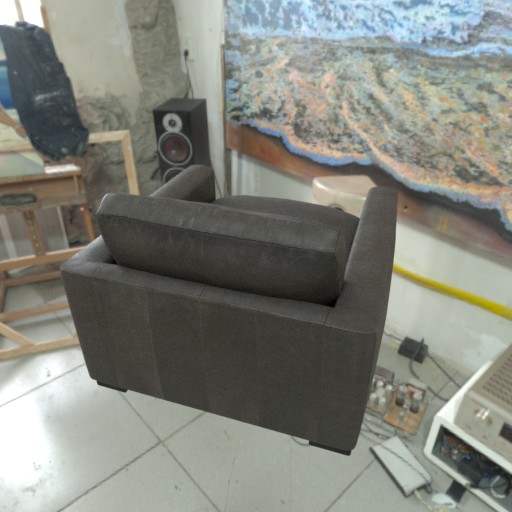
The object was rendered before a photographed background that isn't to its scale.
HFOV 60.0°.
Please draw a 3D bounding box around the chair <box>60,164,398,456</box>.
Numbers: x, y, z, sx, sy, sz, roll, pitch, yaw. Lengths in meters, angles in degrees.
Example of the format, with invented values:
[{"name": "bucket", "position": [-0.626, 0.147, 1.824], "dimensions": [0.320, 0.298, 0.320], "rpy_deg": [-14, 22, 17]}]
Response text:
[{"name": "chair", "position": [0.000, 0.000, 1.857], "dimensions": [1.106, 0.807, 1.080], "rpy_deg": [10, 33, 16]}]
